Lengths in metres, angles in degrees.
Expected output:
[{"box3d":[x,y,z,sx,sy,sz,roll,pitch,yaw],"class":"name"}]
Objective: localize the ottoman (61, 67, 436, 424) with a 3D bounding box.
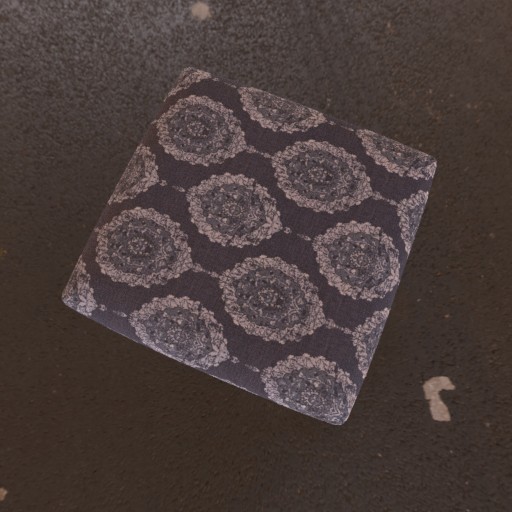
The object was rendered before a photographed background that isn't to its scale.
[{"box3d":[0.000,0.000,0.929,0.507,0.475,0.497,23,77,6],"class":"ottoman"}]
